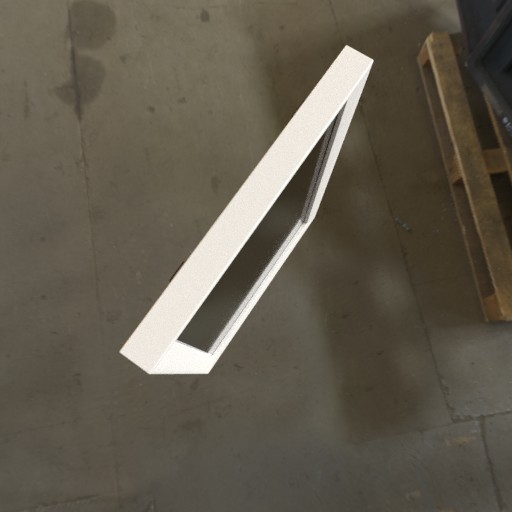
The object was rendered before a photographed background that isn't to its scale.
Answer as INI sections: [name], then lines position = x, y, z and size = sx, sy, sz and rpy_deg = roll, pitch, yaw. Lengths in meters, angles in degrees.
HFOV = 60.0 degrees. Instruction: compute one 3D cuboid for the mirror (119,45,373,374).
[mirror]
position = 0.000, 0.000, 0.695
size = 0.041, 0.508, 0.405
rpy_deg = 33, 78, 8
